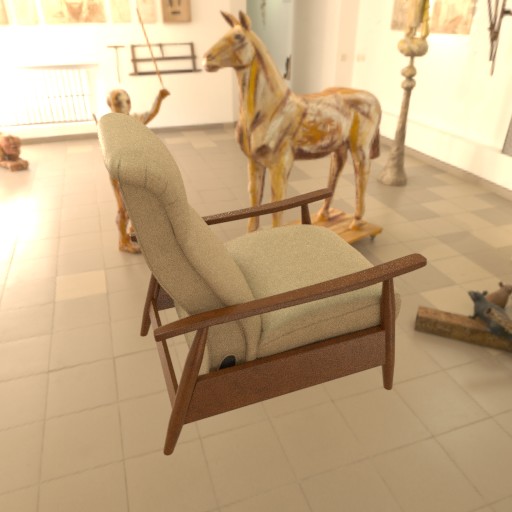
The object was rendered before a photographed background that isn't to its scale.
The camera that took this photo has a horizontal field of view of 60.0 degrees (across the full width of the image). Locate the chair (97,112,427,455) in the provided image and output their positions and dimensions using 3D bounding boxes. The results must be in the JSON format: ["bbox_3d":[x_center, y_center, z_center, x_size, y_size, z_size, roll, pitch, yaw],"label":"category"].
[{"bbox_3d":[0.000,0.000,1.769,1.030,1.082,0.762,-10,31,-17],"label":"chair"}]
